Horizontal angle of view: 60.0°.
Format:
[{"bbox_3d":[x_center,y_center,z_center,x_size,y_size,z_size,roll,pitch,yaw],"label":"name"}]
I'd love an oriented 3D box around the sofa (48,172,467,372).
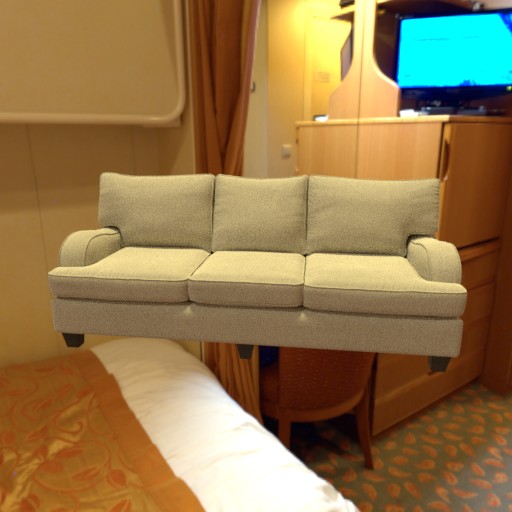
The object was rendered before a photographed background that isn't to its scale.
[{"bbox_3d":[0.000,0.000,2.836,2.323,0.991,1.016,2,15,8],"label":"sofa"}]
